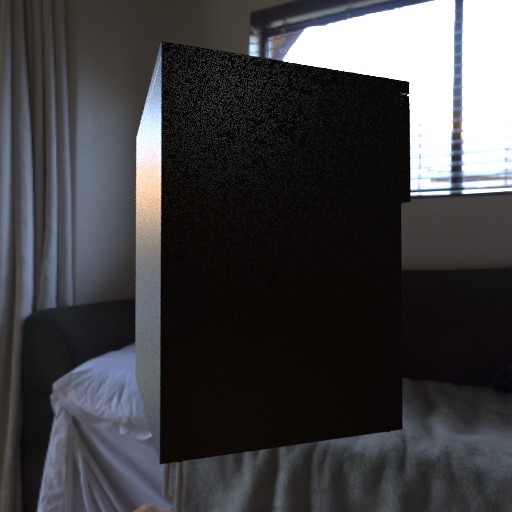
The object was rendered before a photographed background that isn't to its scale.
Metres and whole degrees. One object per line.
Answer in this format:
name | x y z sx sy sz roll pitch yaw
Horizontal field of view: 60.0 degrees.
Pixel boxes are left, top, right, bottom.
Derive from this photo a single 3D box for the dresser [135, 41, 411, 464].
dresser | 0.000 0.000 0.737 0.360 0.470 0.400 0 -1 -19
